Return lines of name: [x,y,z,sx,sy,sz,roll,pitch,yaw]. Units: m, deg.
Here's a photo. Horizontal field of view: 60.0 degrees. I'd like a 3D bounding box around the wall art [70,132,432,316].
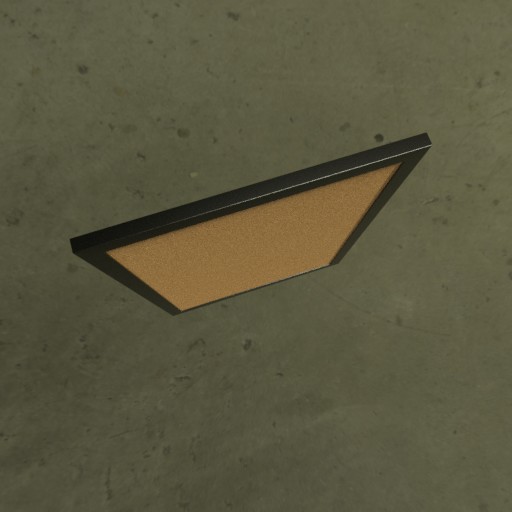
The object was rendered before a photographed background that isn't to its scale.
wall art: [0.000,0.000,0.567,0.304,0.432,0.013,-17,76,-4]
